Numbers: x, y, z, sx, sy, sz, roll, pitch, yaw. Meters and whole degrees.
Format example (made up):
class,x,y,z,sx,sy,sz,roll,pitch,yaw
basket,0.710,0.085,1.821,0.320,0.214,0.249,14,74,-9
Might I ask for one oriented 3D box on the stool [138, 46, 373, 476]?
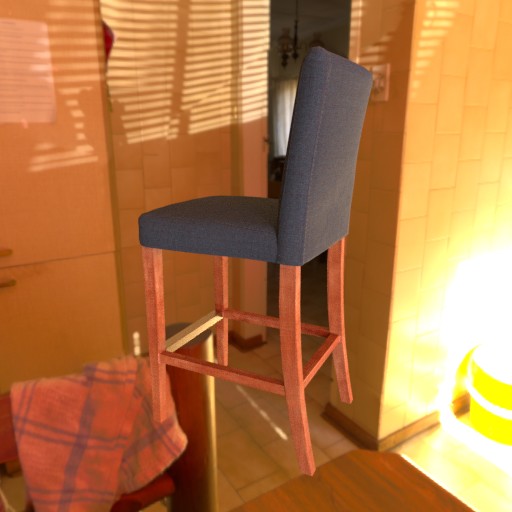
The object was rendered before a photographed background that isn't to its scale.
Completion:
class,x,y,z,sx,sy,sz,roll,pitch,yaw
stool,0.000,0.000,1.366,0.574,1.088,0.454,8,18,26
